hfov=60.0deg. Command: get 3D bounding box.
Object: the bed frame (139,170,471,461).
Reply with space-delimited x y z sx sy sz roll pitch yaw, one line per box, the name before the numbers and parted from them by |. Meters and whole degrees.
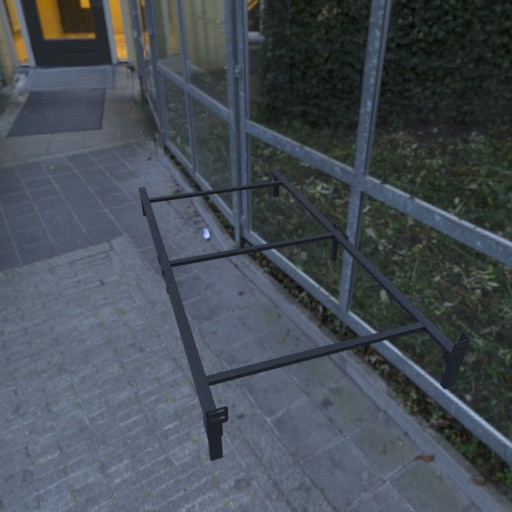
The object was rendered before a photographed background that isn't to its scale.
bed frame | 0.000 0.000 2.261 0.968 0.248 1.897 -10 34 -16
